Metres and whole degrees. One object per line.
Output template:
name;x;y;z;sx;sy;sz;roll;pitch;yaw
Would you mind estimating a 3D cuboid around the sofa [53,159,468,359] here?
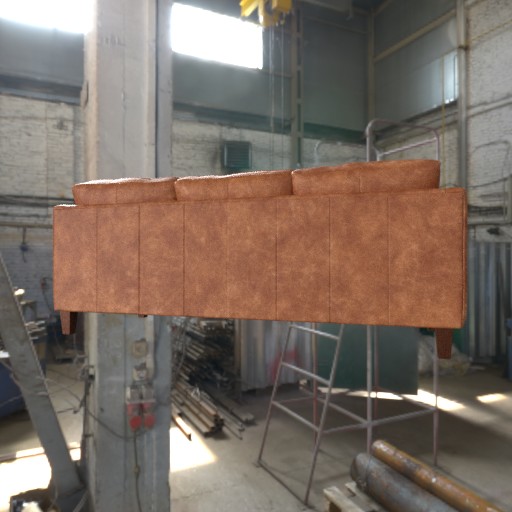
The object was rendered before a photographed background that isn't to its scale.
sofa;0.000;0.000;2.967;2.464;1.006;1.045;0;0;18
